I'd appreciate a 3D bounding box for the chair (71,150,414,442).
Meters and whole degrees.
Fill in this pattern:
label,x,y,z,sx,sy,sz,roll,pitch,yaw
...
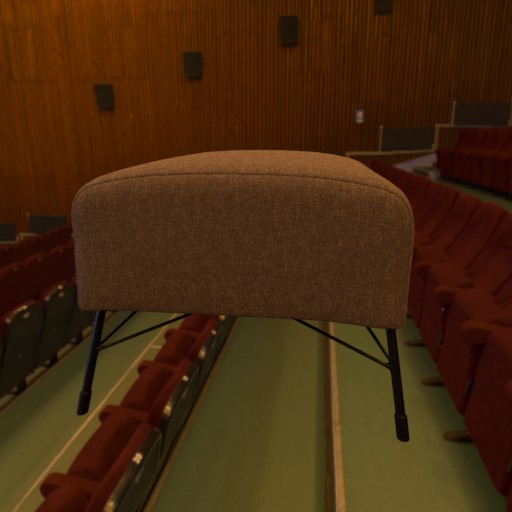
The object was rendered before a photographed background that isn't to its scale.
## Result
label,x,y,z,sx,sy,sz,roll,pitch,yaw
chair,0.000,0.000,0.888,0.530,0.410,0.530,2,16,7
